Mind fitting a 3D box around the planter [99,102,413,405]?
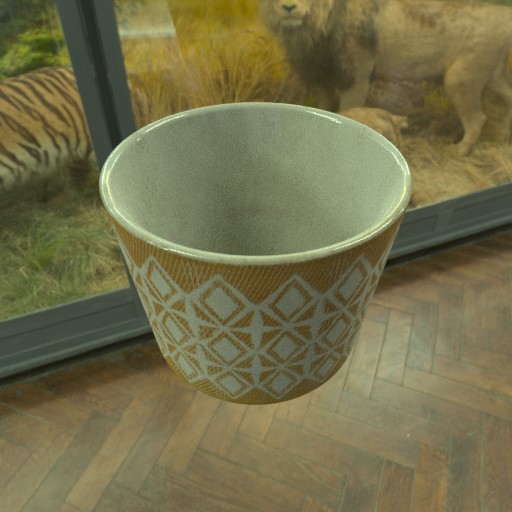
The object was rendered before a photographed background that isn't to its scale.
[{"bbox_3d":[0.000,0.000,0.218,0.126,0.104,0.126,0,41,0],"label":"planter"}]
